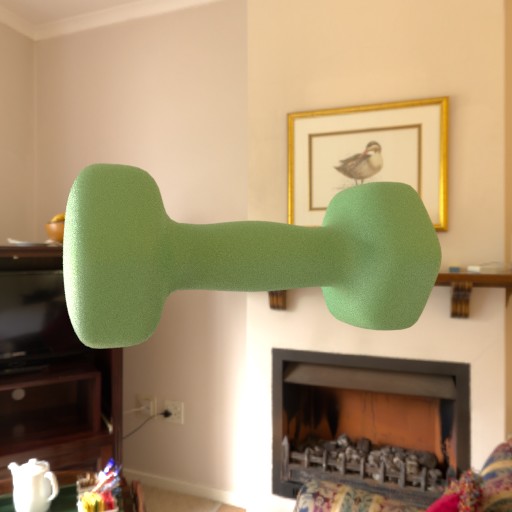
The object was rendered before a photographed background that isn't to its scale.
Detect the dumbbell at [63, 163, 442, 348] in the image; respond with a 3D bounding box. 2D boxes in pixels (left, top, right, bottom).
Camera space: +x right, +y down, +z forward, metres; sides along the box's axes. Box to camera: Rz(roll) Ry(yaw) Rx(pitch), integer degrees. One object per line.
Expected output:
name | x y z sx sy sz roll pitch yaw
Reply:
dumbbell | 0.000 0.000 0.324 0.257 0.114 0.126 0 0 -18
